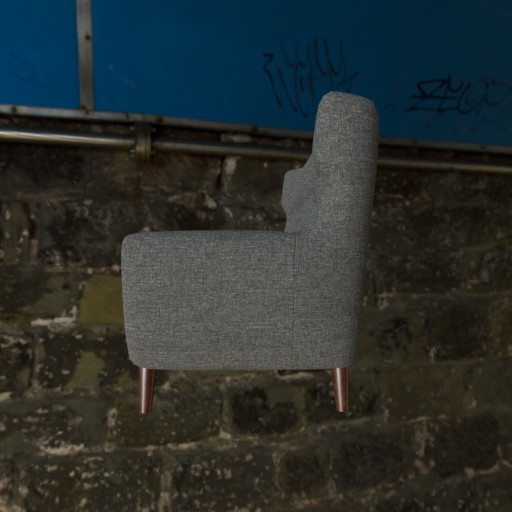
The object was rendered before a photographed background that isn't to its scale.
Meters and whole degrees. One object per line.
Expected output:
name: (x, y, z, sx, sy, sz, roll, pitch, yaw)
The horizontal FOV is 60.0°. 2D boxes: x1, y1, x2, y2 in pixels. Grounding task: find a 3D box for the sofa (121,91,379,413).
sofa: (0.000, 0.000, 2.017, 0.874, 1.028, 1.358, 0, 0, -1)
